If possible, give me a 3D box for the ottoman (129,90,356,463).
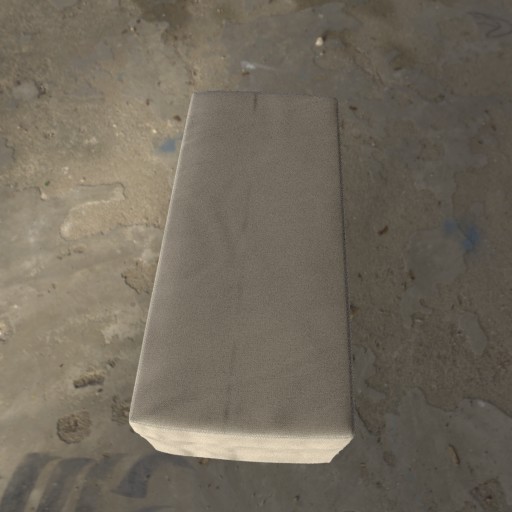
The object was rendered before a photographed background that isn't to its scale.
[{"bbox_3d":[0.000,0.000,1.697,0.665,0.457,1.388,3,59,2],"label":"ottoman"}]
